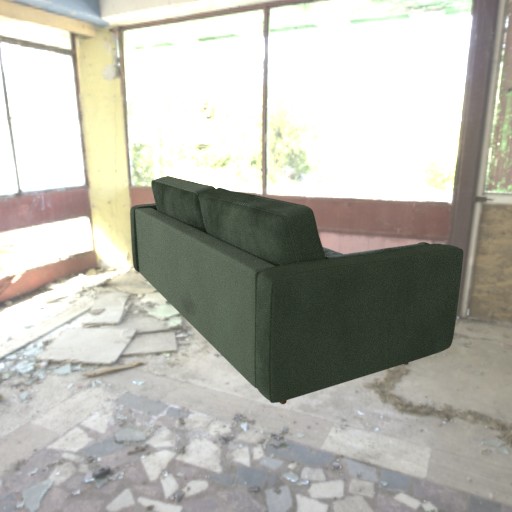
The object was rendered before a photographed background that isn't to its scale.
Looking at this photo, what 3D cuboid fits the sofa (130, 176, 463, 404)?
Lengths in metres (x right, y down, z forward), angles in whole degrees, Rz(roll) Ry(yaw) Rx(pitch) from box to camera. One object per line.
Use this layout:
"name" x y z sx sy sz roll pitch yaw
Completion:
"sofa" 0.000 0.000 2.390 0.916 0.772 1.880 -8 16 -27
